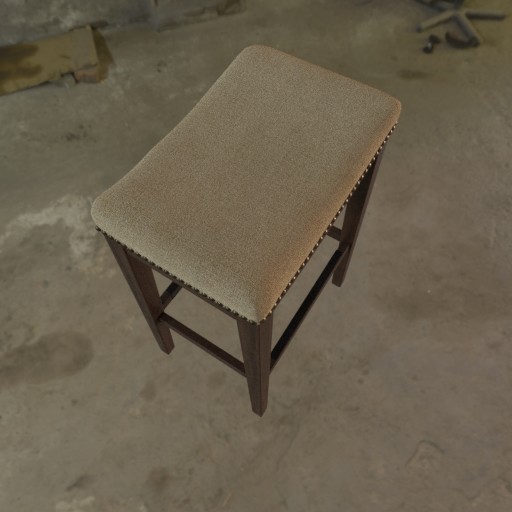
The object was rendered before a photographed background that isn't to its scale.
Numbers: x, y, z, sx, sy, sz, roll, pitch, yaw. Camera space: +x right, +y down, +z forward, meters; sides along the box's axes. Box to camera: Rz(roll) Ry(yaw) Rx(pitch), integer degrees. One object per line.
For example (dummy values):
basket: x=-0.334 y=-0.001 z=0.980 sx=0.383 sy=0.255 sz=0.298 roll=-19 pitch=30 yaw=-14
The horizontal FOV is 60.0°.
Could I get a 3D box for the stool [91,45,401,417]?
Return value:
stool: x=0.000 y=0.000 z=1.068 sx=0.363 sy=0.768 sz=0.509 roll=29 pitch=65 yaw=15
